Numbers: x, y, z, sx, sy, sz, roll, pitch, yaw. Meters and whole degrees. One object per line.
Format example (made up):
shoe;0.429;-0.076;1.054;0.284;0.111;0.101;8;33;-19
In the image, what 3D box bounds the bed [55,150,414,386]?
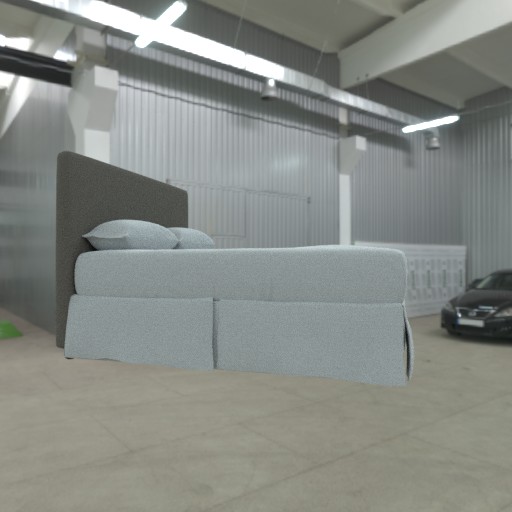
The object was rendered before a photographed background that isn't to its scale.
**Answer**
bed;0.000;0.000;3.247;2.142;1.330;1.748;0;-1;18
